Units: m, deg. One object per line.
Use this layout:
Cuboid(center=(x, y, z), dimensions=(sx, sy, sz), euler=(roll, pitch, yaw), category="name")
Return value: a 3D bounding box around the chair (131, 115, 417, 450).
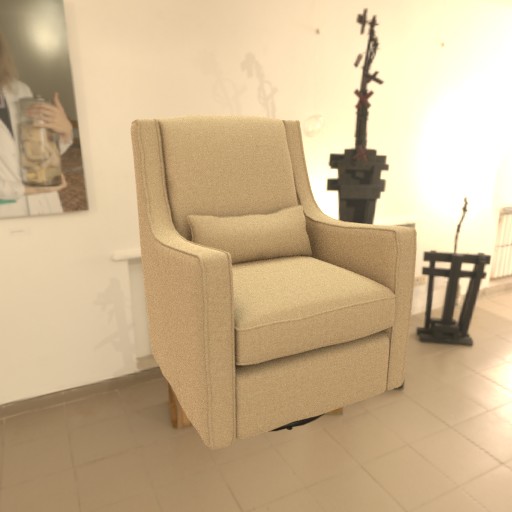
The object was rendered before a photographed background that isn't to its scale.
Cuboid(center=(0.000, 0.000, 1.613), dimensions=(0.732, 0.993, 0.879), euler=(-8, 18, -26), category="chair")
